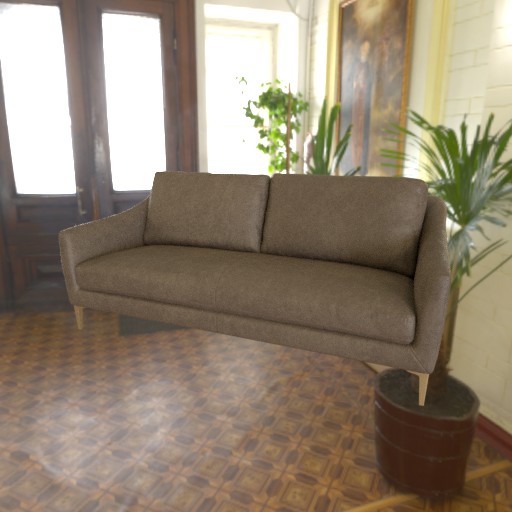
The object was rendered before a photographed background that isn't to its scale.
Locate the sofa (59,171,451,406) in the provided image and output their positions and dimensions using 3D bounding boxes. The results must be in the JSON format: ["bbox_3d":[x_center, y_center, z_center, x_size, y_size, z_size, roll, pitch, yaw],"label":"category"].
[{"bbox_3d":[0.000,0.000,2.513,2.036,0.902,0.960,6,15,24],"label":"sofa"}]
